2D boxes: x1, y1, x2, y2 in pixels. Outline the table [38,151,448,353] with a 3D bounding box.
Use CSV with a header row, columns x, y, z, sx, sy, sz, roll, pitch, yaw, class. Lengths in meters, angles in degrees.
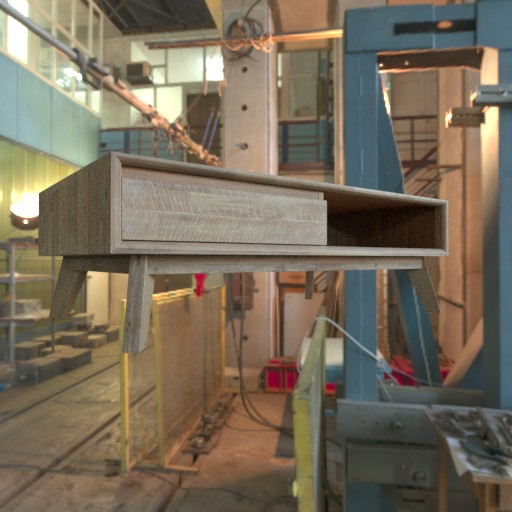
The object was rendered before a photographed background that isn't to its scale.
x,y,z,sx,sy,sz,roll,pitch,yaw,class
0.000,0.000,1.995,1.619,0.531,0.918,0,-1,-37,table
